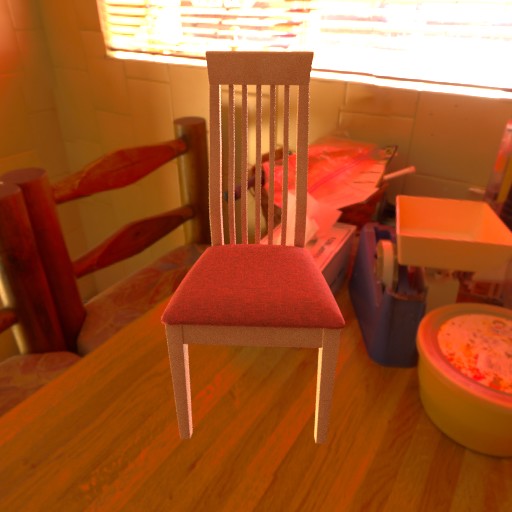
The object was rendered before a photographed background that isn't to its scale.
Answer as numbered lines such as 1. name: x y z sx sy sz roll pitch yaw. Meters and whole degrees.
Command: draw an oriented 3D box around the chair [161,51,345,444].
1. chair: 0.000 0.000 1.266 0.460 1.027 0.474 1 31 2
